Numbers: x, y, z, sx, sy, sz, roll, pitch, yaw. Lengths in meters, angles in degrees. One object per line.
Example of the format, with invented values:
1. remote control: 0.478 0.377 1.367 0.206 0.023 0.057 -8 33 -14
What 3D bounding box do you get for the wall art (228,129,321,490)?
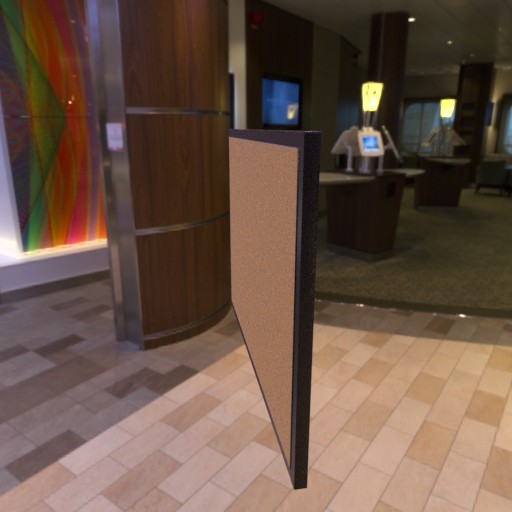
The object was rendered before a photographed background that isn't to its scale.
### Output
1. wall art: 0.000 0.000 0.559 0.013 0.306 0.440 -3 16 -10
